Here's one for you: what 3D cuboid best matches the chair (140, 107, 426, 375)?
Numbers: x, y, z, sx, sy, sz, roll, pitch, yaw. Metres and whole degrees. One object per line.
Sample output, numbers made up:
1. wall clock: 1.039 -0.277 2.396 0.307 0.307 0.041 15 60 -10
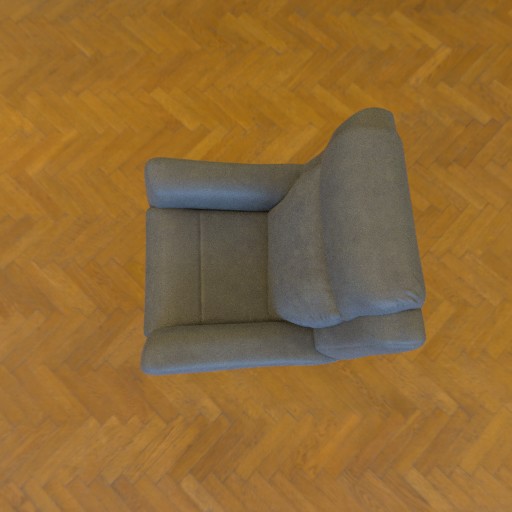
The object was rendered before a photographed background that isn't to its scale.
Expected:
1. chair: 0.000 0.000 1.935 1.068 1.116 0.967 -3 75 -1
